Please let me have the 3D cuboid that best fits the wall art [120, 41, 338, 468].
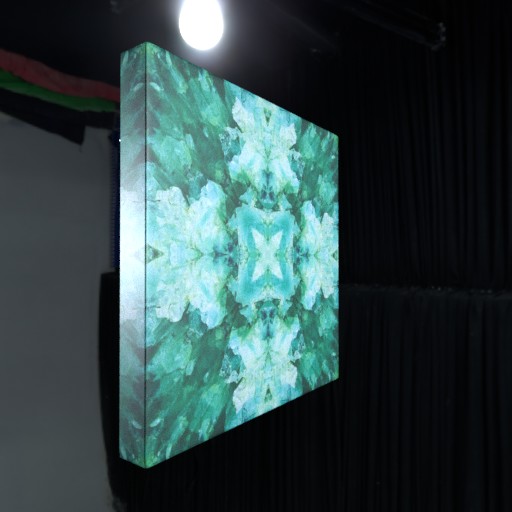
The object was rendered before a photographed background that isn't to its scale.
[{"bbox_3d":[0.000,0.000,0.458,0.033,0.313,0.313,0,-1,37],"label":"wall art"}]
